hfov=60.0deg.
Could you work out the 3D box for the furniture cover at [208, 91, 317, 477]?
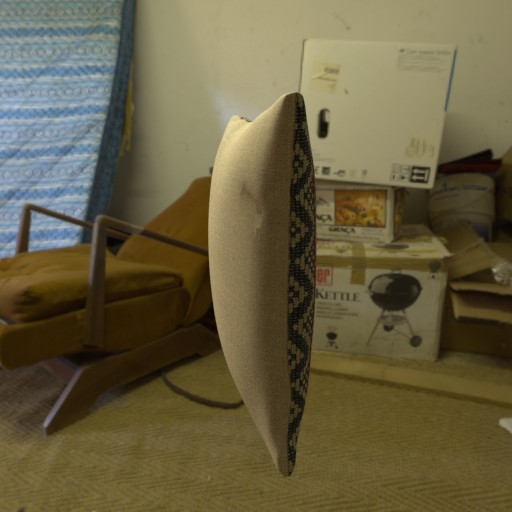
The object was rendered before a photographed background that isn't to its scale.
[{"bbox_3d":[0.000,0.000,0.673,0.139,0.431,0.431,-3,15,-10],"label":"furniture cover"}]
